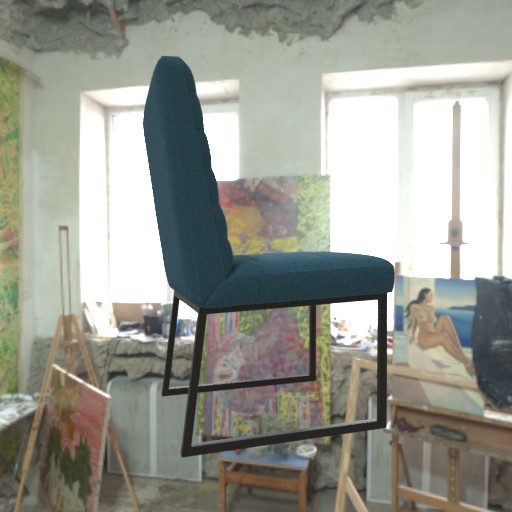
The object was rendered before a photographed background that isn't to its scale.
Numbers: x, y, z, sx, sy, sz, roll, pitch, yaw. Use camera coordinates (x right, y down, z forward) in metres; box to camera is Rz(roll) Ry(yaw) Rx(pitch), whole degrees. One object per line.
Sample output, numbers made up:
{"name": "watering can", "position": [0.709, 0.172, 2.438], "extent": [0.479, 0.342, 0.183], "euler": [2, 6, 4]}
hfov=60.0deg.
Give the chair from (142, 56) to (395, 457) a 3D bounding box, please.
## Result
{"name": "chair", "position": [0.000, 0.000, 1.323], "extent": [0.634, 0.930, 0.520], "euler": [0, 1, -18]}
